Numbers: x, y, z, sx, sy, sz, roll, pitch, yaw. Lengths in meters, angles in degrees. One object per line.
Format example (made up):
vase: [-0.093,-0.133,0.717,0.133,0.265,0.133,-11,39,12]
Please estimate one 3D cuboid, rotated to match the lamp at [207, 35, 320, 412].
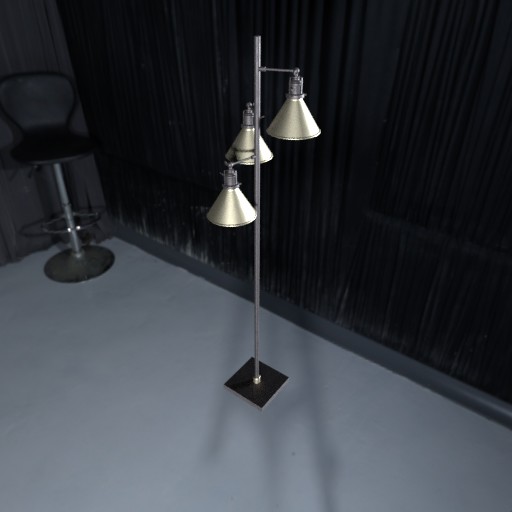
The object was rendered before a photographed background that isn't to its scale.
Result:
lamp: [0.000,0.000,1.919,0.428,1.716,0.415,22,39,30]
